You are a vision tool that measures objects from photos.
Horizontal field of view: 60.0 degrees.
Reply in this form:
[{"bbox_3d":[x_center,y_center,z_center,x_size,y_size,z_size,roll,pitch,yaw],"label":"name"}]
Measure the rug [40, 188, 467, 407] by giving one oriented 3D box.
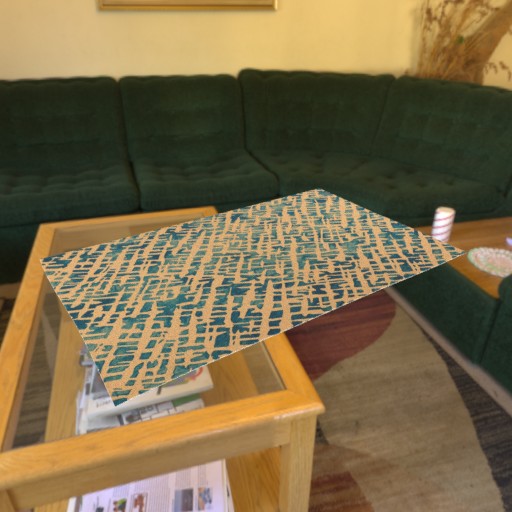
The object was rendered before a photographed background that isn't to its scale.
[{"bbox_3d":[0.000,0.000,2.982,2.447,0.011,1.520,-18,33,-29],"label":"rug"}]
